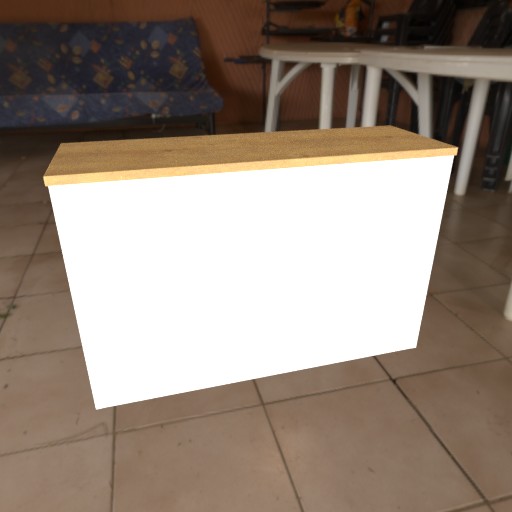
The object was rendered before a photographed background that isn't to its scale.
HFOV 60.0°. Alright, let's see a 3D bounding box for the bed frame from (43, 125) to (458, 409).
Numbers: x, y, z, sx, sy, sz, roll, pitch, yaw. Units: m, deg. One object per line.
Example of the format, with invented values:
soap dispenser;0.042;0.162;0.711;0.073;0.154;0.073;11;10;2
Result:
bed frame;0.000;0.000;1.713;1.300;0.850;0.430;-7;27;-14
